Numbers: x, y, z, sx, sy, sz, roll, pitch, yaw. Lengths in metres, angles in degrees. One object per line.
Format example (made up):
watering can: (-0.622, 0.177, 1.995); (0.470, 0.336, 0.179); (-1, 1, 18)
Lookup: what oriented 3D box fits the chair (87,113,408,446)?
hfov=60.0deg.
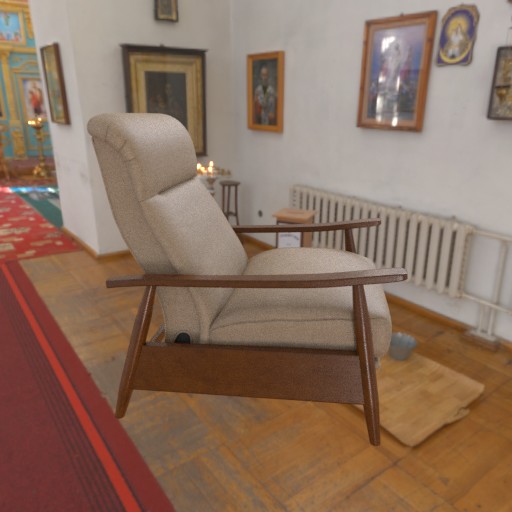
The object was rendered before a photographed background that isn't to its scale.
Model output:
chair: (0.000, 0.000, 1.763); (1.030, 1.082, 0.762); (3, 18, 8)
